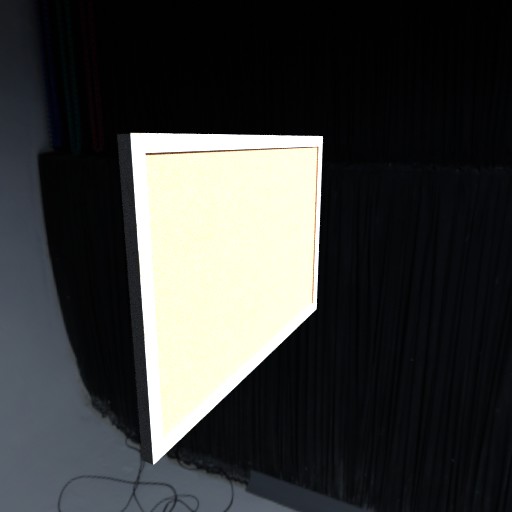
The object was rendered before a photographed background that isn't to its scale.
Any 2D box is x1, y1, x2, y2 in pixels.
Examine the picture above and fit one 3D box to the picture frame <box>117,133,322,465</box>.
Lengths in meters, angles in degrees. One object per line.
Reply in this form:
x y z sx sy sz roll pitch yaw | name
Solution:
0.000 0.000 1.221 0.029 0.640 0.950 7 16 26 | picture frame
